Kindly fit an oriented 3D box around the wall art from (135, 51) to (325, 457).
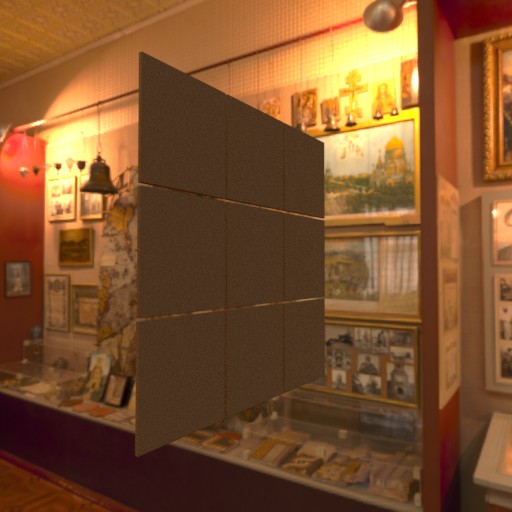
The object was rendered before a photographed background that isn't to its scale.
[{"bbox_3d":[0.000,0.000,1.376,0.010,0.917,0.919,-1,-2,35],"label":"wall art"}]
